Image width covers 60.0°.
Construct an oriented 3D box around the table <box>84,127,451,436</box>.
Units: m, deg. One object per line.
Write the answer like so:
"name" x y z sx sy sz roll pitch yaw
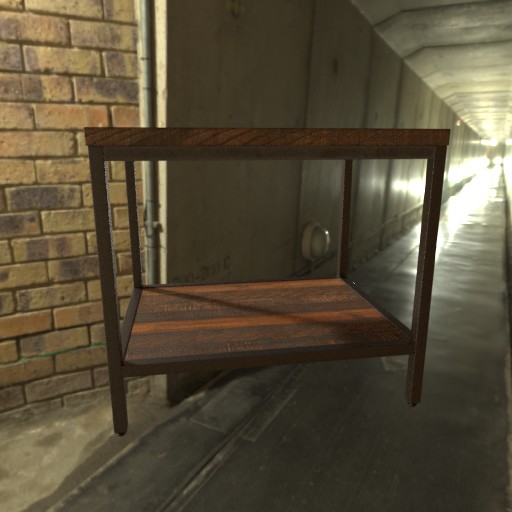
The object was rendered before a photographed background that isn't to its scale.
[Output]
"table" 0.000 0.000 1.129 0.678 0.612 0.524 -2 15 -9
